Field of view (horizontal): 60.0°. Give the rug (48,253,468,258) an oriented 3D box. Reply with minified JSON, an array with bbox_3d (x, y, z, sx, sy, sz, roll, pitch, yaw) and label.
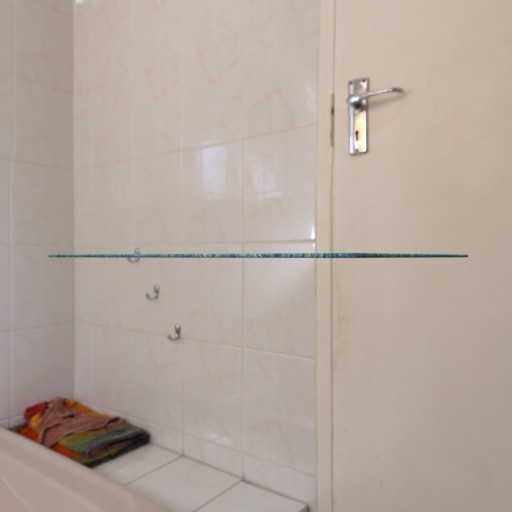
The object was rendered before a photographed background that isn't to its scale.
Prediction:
[{"bbox_3d":[0.000,0.000,4.234,3.217,0.027,2.405,0,0,38],"label":"rug"}]
